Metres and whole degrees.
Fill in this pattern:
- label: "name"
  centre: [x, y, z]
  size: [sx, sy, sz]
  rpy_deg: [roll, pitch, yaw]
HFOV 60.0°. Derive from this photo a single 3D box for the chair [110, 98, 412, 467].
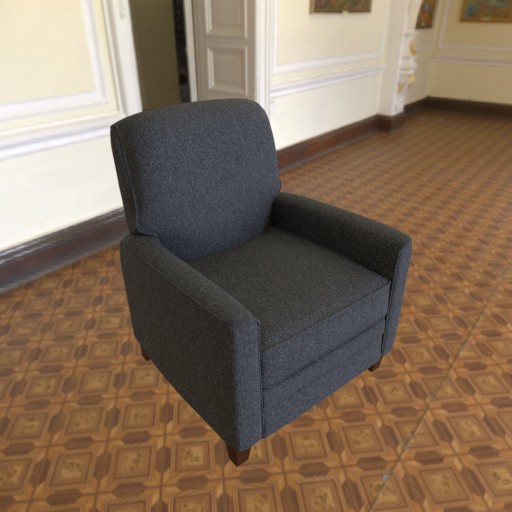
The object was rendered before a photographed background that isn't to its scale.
- label: "chair"
  centre: [0.000, 0.000, 1.661]
  size: [0.839, 1.016, 0.850]
  rpy_deg: [-21, 35, -33]
